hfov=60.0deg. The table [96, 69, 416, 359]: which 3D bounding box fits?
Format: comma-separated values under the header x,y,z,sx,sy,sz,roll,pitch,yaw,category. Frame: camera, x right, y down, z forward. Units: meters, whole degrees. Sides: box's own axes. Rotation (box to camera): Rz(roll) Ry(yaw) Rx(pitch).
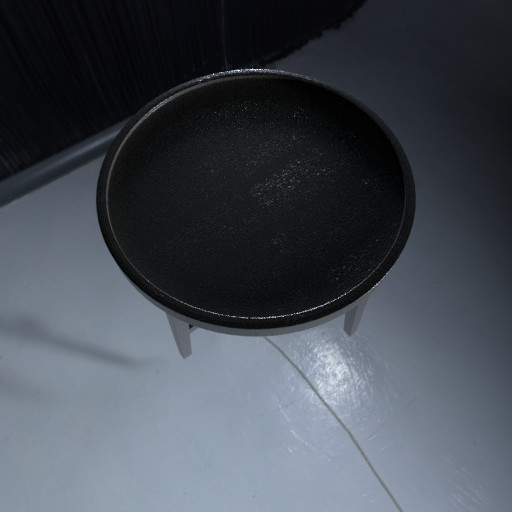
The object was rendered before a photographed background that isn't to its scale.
x,y,z,sx,sy,sz,roll,pitch,yaw,category
0.000,0.000,0.936,0.500,0.531,0.500,0,62,0,table
